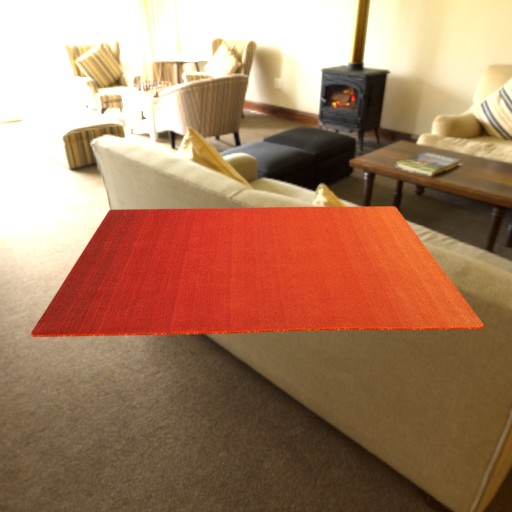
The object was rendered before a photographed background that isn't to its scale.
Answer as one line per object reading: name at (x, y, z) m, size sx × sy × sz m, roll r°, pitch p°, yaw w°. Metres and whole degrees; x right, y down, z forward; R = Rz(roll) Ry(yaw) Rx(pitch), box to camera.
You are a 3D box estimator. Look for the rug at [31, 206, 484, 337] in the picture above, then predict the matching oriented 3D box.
rug at (0.000, 0.000, 2.316) m, size 1.835 × 0.018 × 1.230 m, roll -1°, pitch 30°, yaw -1°
